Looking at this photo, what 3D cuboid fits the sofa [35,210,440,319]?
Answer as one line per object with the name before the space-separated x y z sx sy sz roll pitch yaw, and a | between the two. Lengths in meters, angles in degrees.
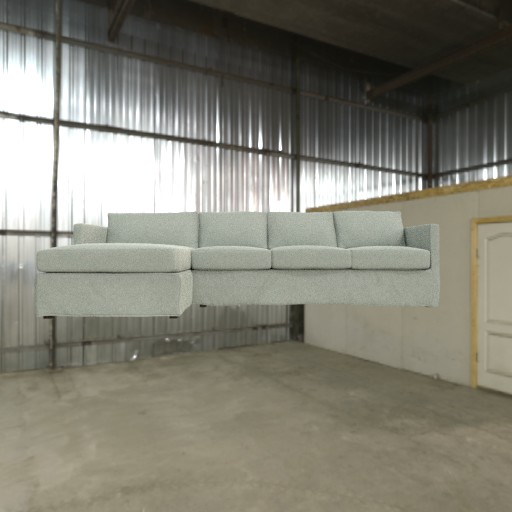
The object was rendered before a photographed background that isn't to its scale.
sofa | 0.000 0.000 3.925 3.205 0.922 1.650 0 0 -1
